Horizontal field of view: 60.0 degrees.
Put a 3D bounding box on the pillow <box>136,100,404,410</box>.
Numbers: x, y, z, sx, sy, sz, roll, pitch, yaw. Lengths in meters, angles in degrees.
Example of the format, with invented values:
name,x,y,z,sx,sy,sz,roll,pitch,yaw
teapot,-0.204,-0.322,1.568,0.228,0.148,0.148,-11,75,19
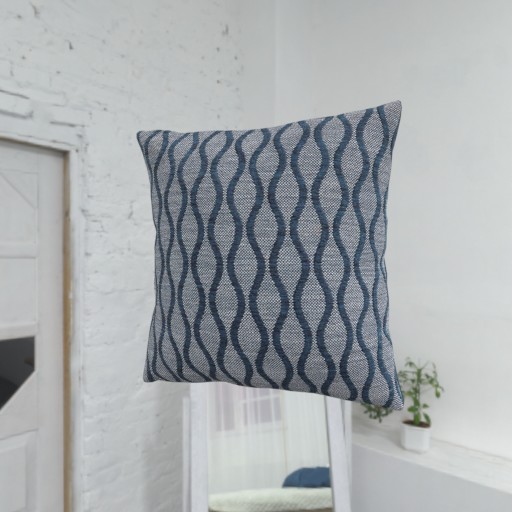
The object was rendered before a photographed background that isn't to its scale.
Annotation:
name,x,y,z,sx,sy,sz,roll,pitch,yaw
pillow,0.000,0.000,0.684,0.435,0.435,0.159,0,1,19
